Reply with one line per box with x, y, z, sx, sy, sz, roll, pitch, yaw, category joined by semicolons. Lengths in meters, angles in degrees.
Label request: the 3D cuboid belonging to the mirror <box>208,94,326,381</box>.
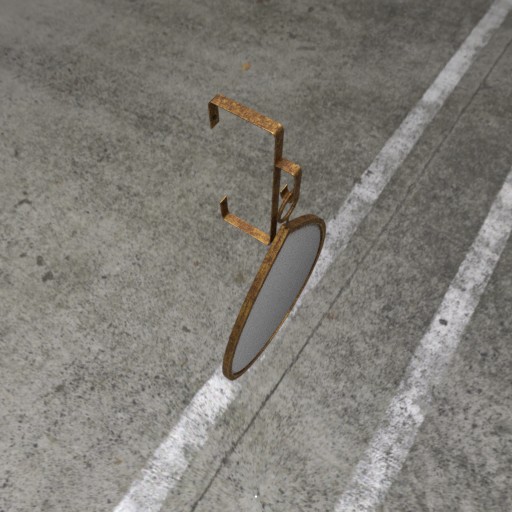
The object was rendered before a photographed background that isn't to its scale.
0.000;0.000;0.898;0.144;0.744;0.405;31;66;16;mirror
